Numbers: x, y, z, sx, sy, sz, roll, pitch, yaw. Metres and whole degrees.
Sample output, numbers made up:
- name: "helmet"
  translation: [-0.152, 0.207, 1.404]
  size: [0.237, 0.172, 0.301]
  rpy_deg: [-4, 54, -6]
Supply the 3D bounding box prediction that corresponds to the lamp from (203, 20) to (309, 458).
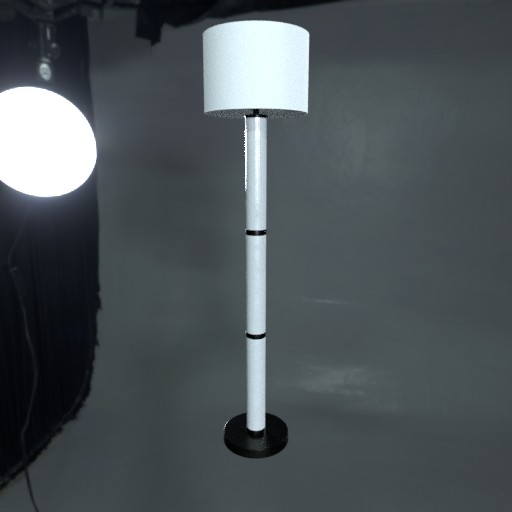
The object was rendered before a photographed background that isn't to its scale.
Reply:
- name: "lamp"
  translation: [0.000, 0.000, 1.737]
  size: [0.377, 1.599, 0.377]
  rpy_deg: [2, 13, 8]
